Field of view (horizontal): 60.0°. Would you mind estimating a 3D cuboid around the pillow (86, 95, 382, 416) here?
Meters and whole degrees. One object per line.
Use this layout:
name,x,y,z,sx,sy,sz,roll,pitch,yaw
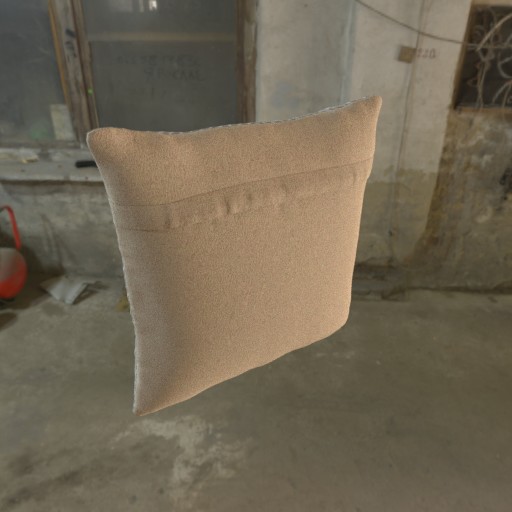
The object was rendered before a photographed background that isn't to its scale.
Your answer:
pillow,0.000,0.000,0.707,0.459,0.458,0.181,-18,33,-29
